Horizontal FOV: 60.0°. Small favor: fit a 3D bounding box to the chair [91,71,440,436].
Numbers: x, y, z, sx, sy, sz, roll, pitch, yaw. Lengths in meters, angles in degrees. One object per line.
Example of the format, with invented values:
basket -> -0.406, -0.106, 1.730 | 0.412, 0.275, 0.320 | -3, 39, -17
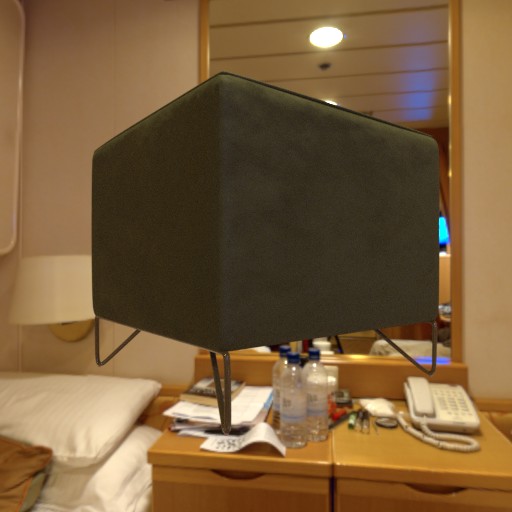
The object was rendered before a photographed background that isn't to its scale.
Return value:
chair -> 0.000, 0.000, 1.536 | 0.880, 0.790, 0.894 | 1, -1, -38
